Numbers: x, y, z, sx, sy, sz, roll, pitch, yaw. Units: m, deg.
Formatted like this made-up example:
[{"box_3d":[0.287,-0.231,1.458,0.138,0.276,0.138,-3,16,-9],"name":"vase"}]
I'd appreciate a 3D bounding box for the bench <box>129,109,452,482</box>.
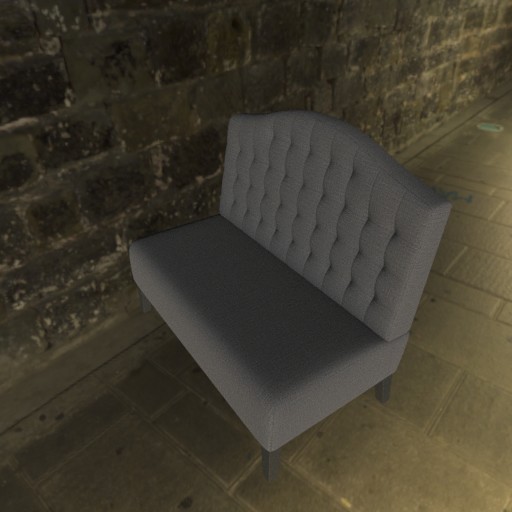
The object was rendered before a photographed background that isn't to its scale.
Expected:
[{"box_3d":[0.000,0.000,2.069,0.815,1.180,1.335,-21,39,-28],"name":"bench"}]
